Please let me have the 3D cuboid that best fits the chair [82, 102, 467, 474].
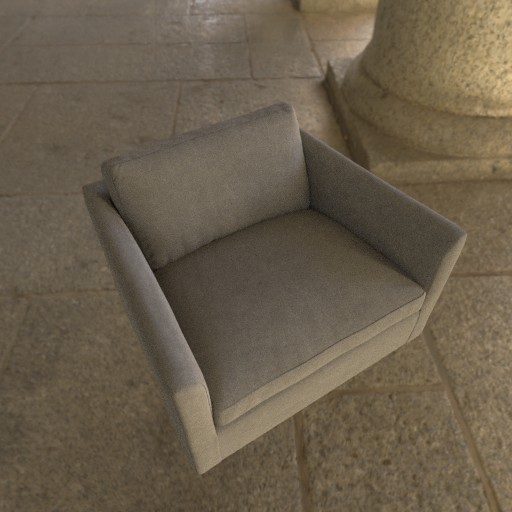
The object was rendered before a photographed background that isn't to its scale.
[{"bbox_3d":[0.000,0.000,1.876,1.190,0.845,1.091,-24,51,-22],"label":"chair"}]
